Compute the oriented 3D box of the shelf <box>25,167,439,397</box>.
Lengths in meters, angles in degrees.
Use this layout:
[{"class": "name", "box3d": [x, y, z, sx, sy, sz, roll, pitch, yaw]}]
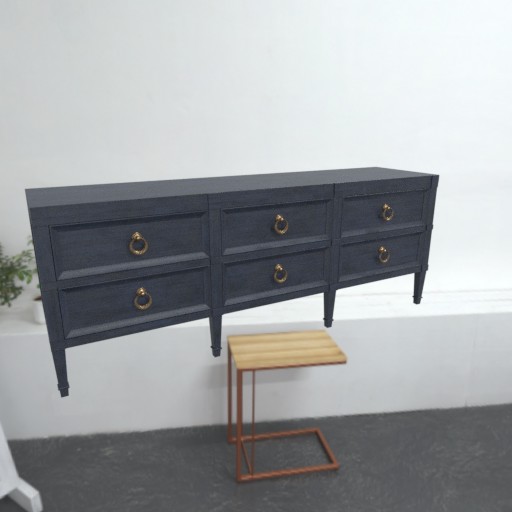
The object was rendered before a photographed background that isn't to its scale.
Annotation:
[{"class": "shelf", "box3d": [0.000, 0.000, 2.131, 1.878, 0.715, 0.471, -9, 19, -27]}]
